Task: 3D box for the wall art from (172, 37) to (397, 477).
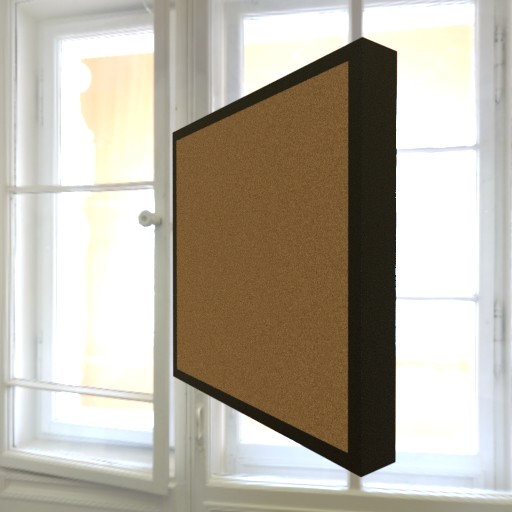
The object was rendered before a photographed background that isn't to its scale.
[{"bbox_3d":[0.000,0.000,0.440,0.038,0.304,0.304,-1,1,-36],"label":"wall art"}]
